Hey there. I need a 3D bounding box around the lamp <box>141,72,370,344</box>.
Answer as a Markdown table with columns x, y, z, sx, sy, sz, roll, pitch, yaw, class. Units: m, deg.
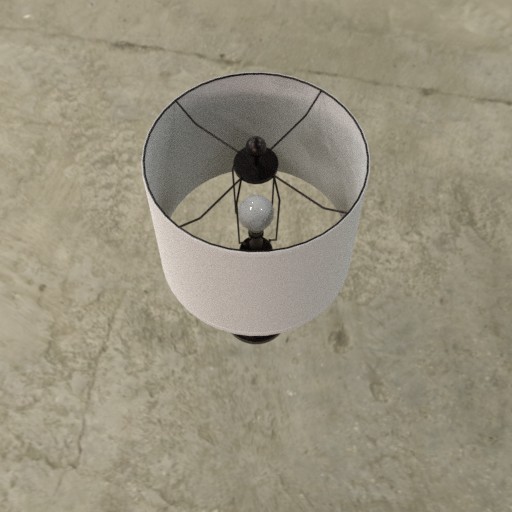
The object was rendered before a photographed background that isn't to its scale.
| x | y | z | sx | sy | sz | roll | pitch | yaw | class |
| --- | --- | --- | --- | --- | --- | --- | --- | --- | --- |
| 0.000 | 0.000 | 0.946 | 0.383 | 0.726 | 0.383 | 0 | 63 | 0 | lamp |
